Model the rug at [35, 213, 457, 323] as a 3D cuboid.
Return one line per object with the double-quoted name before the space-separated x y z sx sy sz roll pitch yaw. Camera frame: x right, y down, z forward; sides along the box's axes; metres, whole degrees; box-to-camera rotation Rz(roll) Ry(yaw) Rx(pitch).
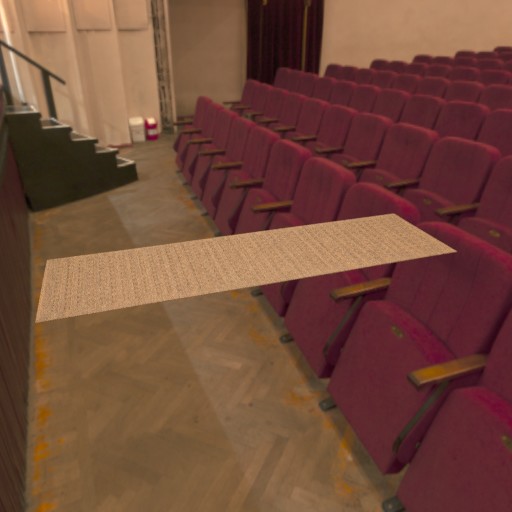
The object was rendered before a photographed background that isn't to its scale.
"rug" 0.000 0.000 2.735 2.437 0.005 0.688 -9 28 -16
